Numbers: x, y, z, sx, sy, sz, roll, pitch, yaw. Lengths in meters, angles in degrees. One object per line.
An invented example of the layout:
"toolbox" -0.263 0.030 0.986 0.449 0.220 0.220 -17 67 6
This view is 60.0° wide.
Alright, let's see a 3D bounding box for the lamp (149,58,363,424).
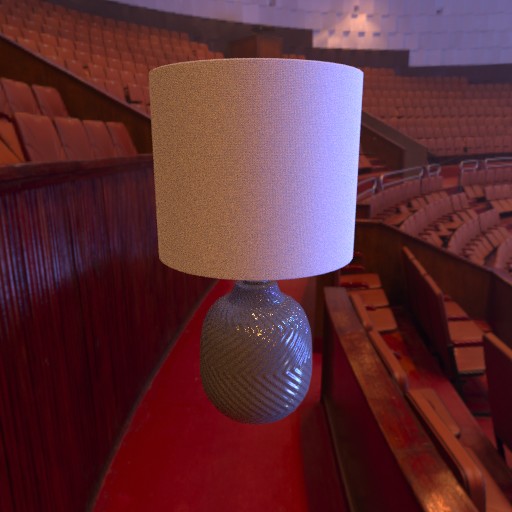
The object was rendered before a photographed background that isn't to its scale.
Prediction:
"lamp" 0.000 0.000 0.484 0.207 0.366 0.207 -2 15 -9
